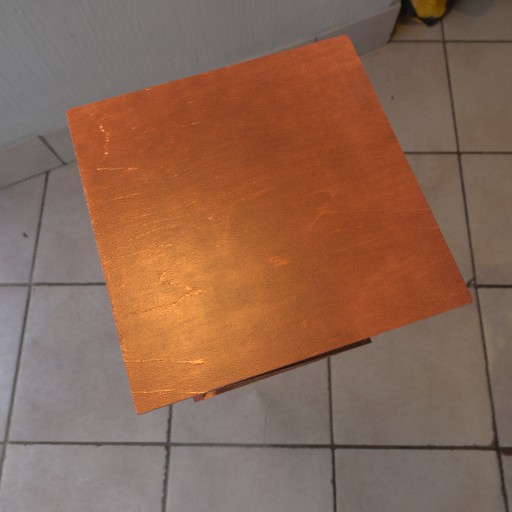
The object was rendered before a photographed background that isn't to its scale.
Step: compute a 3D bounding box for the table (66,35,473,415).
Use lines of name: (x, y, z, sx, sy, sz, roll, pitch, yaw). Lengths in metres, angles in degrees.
table: (0.000, 0.000, 0.835, 0.427, 0.520, 0.427, -17, 74, -5)
